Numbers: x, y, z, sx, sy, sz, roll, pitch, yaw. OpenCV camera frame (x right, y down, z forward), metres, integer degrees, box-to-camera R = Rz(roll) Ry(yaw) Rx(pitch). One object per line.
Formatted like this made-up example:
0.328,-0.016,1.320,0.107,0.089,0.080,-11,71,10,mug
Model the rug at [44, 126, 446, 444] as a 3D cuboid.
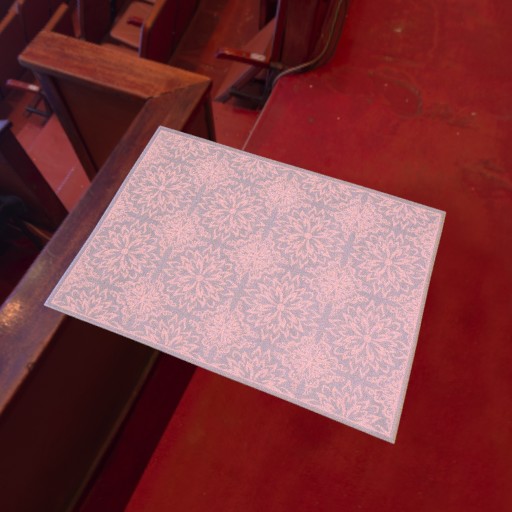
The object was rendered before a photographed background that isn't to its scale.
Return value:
0.000,0.000,2.904,2.205,0.014,1.589,19,64,10,rug
